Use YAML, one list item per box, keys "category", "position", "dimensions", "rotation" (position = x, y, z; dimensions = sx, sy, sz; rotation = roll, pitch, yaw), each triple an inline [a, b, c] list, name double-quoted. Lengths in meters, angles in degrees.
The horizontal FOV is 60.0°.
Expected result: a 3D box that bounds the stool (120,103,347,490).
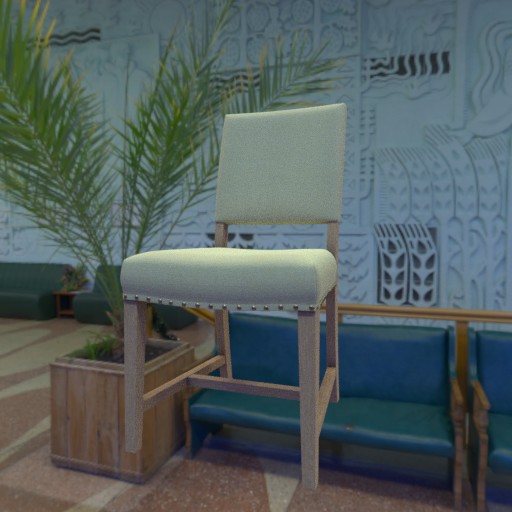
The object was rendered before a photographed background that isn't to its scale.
- category: "stool"
  position: [0.000, 0.000, 1.308]
  dimensions: [0.508, 0.986, 0.623]
  rotation: [1, 3, 20]
